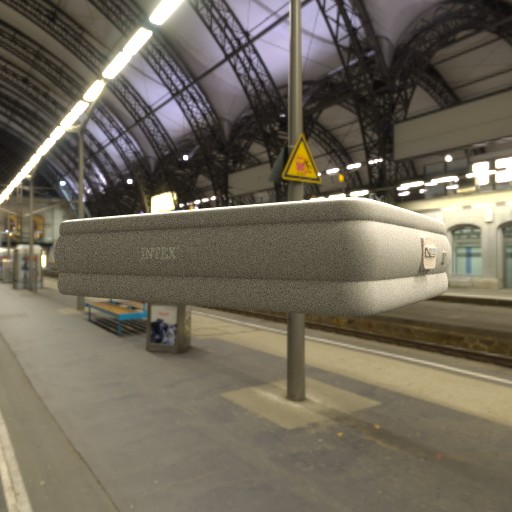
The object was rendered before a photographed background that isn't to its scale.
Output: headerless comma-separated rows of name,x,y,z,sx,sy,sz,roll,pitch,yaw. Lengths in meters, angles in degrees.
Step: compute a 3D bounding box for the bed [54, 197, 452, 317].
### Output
bed,0.000,0.000,2.678,2.036,0.460,1.520,0,0,34
